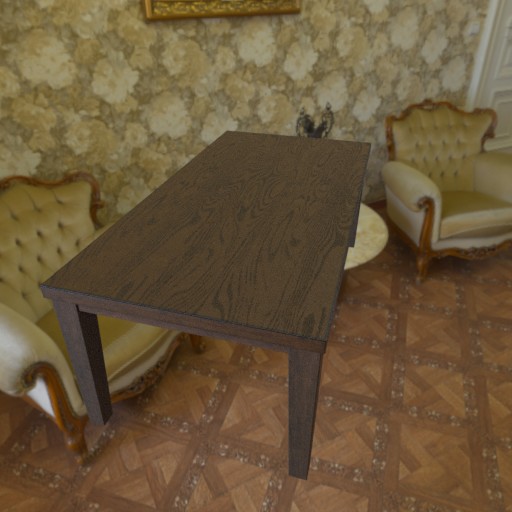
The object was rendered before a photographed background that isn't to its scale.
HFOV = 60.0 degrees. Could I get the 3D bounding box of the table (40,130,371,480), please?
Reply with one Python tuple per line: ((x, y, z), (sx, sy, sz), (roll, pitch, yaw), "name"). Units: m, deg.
((0.000, 0.000, 2.449), (1.016, 0.762, 1.981), (9, 33, 14), "table")
